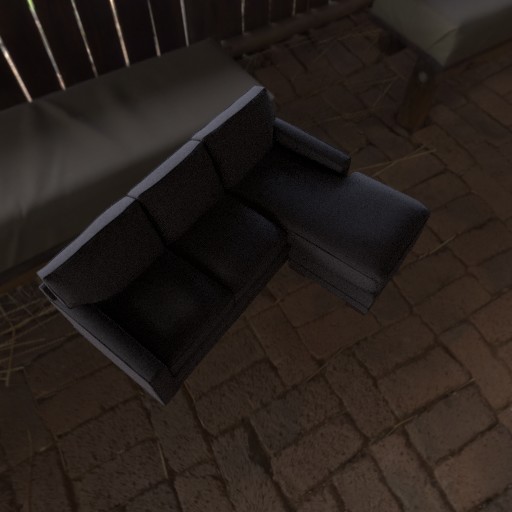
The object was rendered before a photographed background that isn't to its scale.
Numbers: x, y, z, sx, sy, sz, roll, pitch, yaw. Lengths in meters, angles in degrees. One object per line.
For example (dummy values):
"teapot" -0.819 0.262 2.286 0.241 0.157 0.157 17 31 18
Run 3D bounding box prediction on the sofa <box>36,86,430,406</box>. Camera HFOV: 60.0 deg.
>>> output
"sofa" 0.000 0.000 3.302 1.790 0.973 2.370 33 64 18
